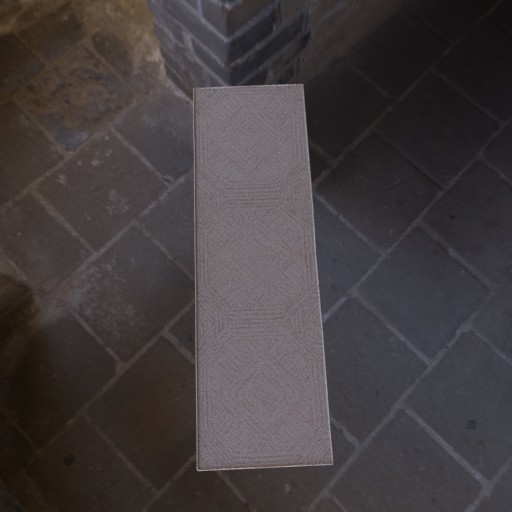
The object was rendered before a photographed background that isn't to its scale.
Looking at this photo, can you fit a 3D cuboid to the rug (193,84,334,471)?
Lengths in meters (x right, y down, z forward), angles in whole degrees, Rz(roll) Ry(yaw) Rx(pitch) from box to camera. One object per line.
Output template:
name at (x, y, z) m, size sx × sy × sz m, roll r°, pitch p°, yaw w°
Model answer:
rug at (0.000, 0.000, 2.790) m, size 0.775 × 0.012 × 2.452 m, roll -2°, pitch 76°, yaw -1°
